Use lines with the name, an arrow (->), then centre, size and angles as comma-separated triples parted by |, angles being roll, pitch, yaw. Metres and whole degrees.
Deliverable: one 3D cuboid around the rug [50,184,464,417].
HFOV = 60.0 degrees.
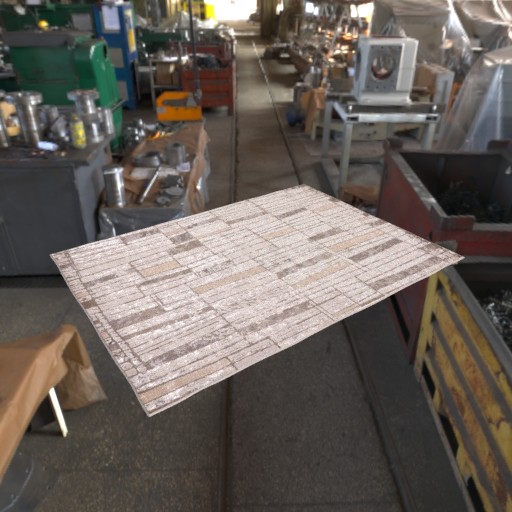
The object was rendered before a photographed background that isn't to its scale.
rug -> 0.000, 0.000, 4.423 | 3.357, 0.019, 2.449 | -20, 36, -30
